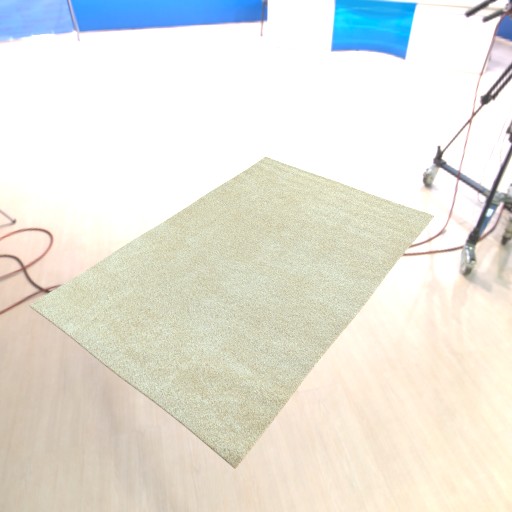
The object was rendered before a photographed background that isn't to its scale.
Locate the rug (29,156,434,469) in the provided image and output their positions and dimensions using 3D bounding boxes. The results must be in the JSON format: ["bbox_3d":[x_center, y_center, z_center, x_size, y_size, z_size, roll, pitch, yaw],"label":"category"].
[{"bbox_3d":[0.000,0.000,3.405,1.800,0.025,2.699,26,46,28],"label":"rug"}]
